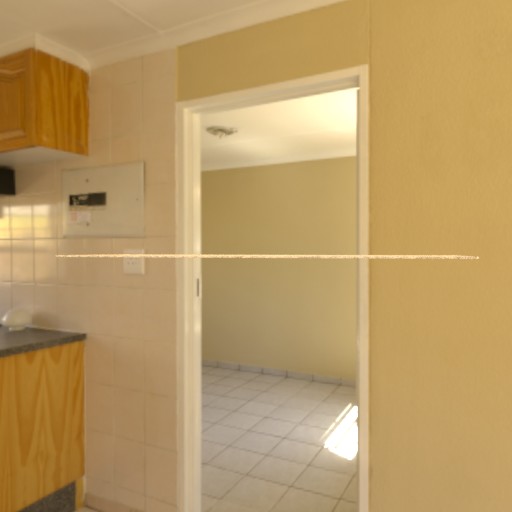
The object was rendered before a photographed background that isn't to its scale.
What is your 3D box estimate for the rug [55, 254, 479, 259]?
[{"bbox_3d":[0.000,0.000,2.810,2.436,0.013,0.807,0,1,17],"label":"rug"}]
